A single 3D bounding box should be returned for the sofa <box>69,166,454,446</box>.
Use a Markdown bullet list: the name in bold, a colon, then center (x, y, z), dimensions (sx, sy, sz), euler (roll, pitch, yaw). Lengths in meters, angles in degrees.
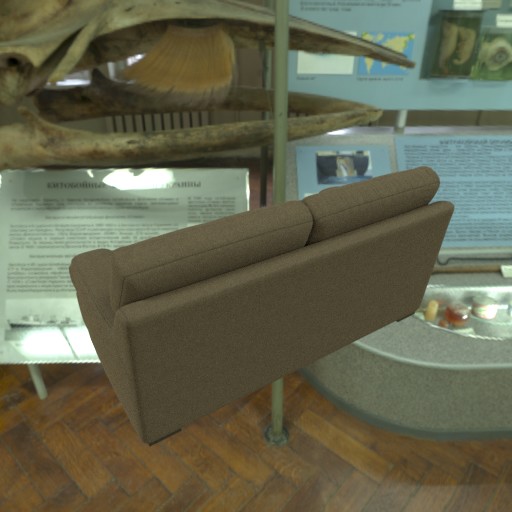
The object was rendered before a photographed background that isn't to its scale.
- **sofa**: center (0.000, 0.000, 2.469), dimensions (1.869, 0.950, 1.140), euler (-18, 35, -28)
